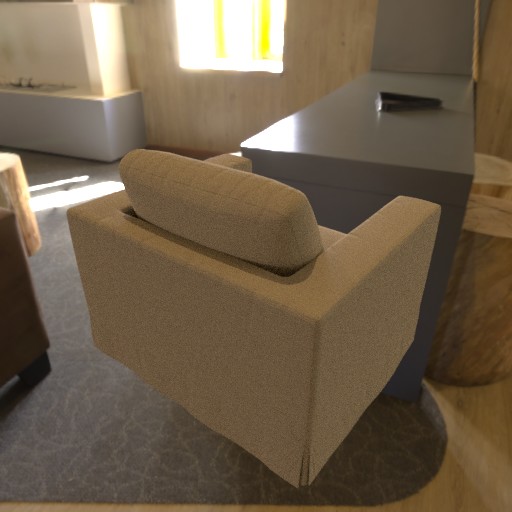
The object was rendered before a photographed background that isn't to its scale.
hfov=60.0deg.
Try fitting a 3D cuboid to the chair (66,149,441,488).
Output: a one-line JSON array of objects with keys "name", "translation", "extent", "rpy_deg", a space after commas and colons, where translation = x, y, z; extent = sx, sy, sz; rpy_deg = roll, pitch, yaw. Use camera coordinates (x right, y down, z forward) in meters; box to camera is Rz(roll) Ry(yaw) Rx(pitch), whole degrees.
[{"name": "chair", "translation": [0.000, 0.000, 1.791], "extent": [1.150, 0.878, 0.957], "rpy_deg": [21, 36, 32]}]
